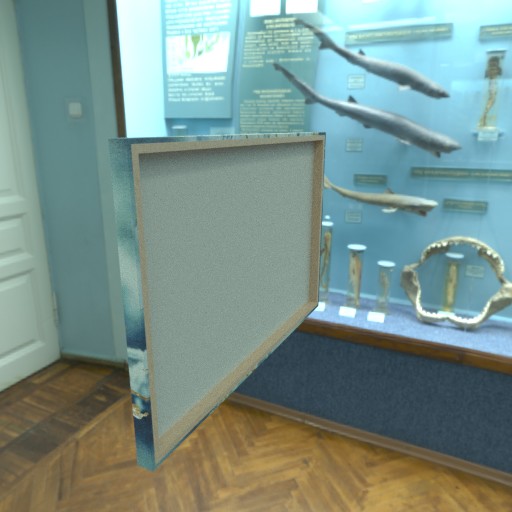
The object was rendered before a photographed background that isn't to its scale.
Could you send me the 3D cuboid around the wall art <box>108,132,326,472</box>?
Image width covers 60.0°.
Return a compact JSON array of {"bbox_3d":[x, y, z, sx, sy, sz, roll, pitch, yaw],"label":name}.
[{"bbox_3d":[0.000,0.000,1.147,0.038,0.608,0.912,8,18,26],"label":"wall art"}]
